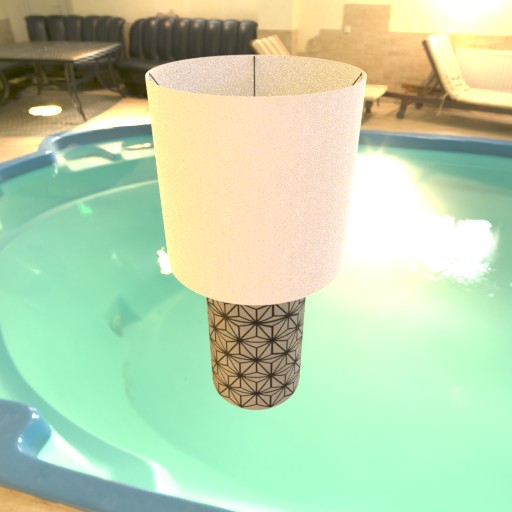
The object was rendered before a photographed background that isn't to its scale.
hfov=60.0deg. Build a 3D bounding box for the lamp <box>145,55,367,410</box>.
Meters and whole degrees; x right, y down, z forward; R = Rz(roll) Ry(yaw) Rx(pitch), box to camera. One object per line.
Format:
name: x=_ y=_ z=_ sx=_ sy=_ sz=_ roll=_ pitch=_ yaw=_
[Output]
lamp: x=0.000 y=0.000 z=0.533 sx=0.206 sy=0.416 sz=0.206 roll=0 pitch=33 yaw=-1
